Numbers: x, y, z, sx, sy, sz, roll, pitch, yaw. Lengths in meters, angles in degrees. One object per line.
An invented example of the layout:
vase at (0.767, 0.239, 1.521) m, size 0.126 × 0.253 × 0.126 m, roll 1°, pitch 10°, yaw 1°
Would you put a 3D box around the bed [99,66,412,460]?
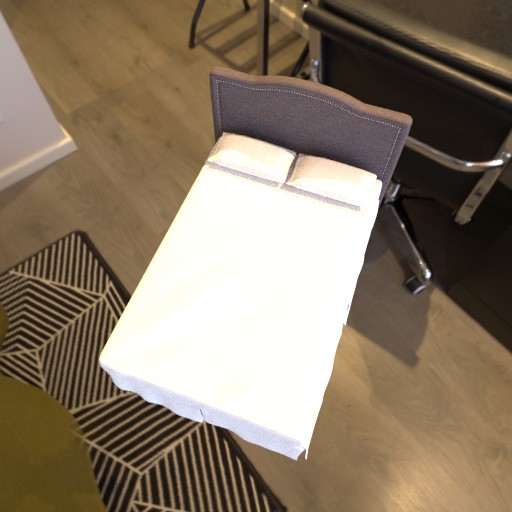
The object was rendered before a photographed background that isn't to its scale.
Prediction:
bed at (0.000, 0.000, 3.536) m, size 1.741 × 1.441 × 2.507 m, roll 18°, pitch 63°, yaw 10°
